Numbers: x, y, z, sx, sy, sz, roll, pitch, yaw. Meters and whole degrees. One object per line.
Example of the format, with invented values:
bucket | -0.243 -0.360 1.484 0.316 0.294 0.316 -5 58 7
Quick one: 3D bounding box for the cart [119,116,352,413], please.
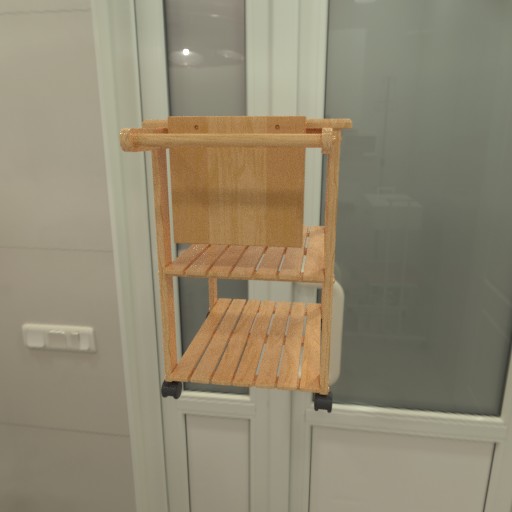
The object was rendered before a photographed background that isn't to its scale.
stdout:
cart | 0.000 0.000 1.381 0.520 0.816 0.843 2 16 8
